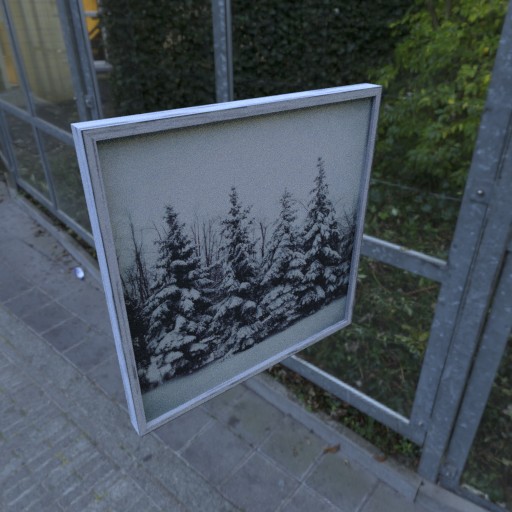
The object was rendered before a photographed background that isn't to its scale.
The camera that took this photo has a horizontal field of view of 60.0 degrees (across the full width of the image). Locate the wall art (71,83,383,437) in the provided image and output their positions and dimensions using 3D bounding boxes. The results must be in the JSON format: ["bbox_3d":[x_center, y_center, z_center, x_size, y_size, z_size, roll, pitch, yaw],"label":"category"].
[{"bbox_3d":[0.000,0.000,0.755,0.506,0.506,0.038,-20,35,-31],"label":"wall art"}]
